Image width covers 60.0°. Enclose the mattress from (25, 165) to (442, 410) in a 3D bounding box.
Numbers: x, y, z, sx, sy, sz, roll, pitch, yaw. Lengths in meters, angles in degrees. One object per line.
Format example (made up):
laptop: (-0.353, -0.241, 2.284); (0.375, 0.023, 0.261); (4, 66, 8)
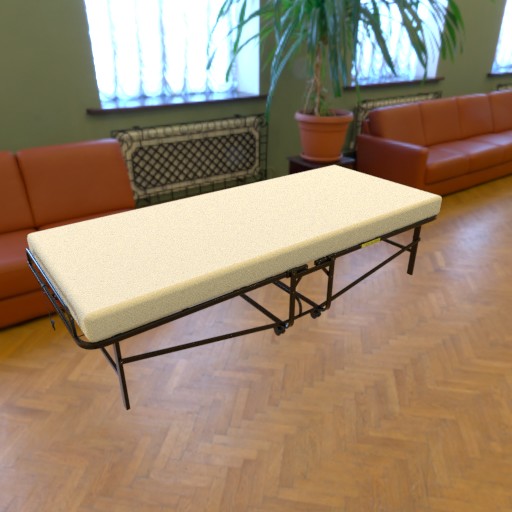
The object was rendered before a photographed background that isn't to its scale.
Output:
mattress: (0.000, 0.000, 2.469); (2.153, 0.519, 0.922); (-19, 32, -32)
